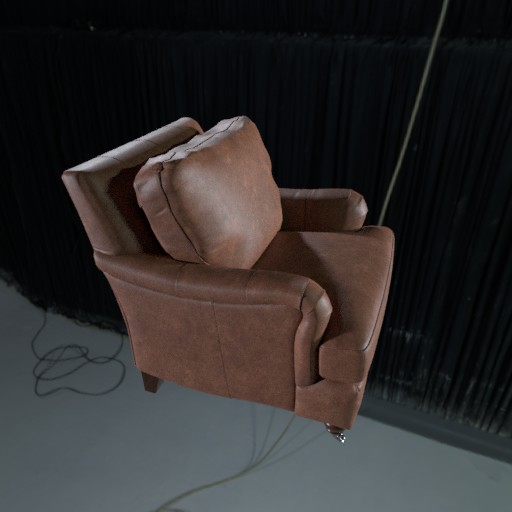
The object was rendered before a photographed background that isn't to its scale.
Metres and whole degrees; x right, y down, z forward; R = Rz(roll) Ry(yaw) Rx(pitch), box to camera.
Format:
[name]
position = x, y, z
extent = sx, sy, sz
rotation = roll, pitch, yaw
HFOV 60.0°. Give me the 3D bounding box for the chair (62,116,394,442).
[chair]
position = 0.000, 0.000, 1.963
extent = 1.158, 1.055, 0.986
rotation = 10, 31, 17
